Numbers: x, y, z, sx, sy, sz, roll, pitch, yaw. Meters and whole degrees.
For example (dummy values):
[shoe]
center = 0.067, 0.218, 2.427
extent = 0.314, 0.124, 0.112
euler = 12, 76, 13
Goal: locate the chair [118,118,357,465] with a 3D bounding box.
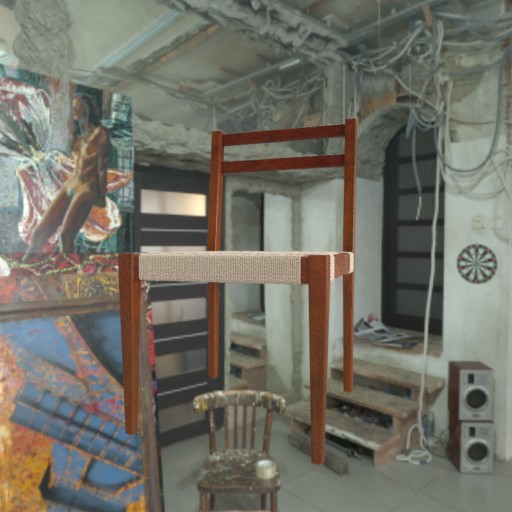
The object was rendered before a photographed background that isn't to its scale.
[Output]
[chair]
center = 0.000, 0.000, 1.234
extent = 0.495, 0.851, 0.569
euler = 0, 1, 19
